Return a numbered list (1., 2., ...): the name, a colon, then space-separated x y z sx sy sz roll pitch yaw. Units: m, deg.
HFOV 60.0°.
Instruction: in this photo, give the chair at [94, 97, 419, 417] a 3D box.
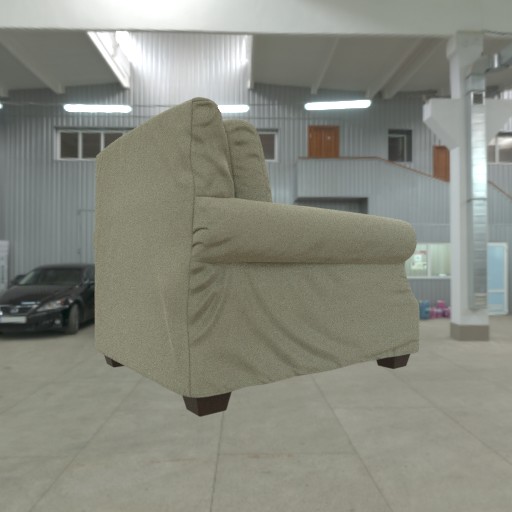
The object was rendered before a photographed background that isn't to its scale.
1. chair: 0.000 0.000 1.761 1.066 0.866 0.940 0 0 -37
